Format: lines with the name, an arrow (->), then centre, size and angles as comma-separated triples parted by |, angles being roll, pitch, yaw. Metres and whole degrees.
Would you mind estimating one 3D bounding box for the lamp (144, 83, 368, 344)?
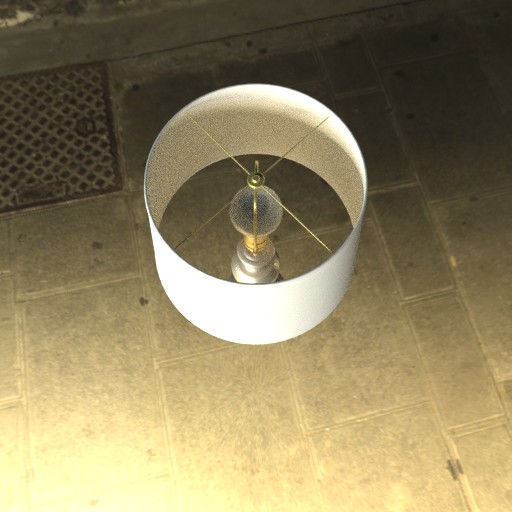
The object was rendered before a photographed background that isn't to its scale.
lamp -> 0.000, 0.000, 0.796 | 0.328, 0.612, 0.328 | 0, 73, 0
